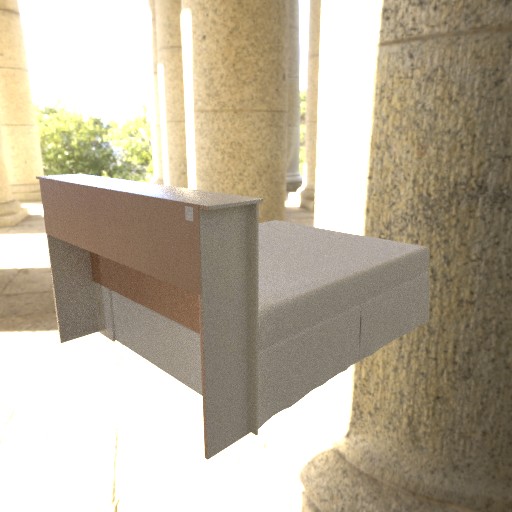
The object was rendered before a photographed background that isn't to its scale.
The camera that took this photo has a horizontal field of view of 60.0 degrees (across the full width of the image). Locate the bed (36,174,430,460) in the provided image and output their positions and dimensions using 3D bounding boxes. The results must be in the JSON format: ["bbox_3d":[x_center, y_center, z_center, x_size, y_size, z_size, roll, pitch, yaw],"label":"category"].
[{"bbox_3d":[0.000,0.000,3.001,2.133,1.092,1.671,-15,21,-43],"label":"bed"}]
